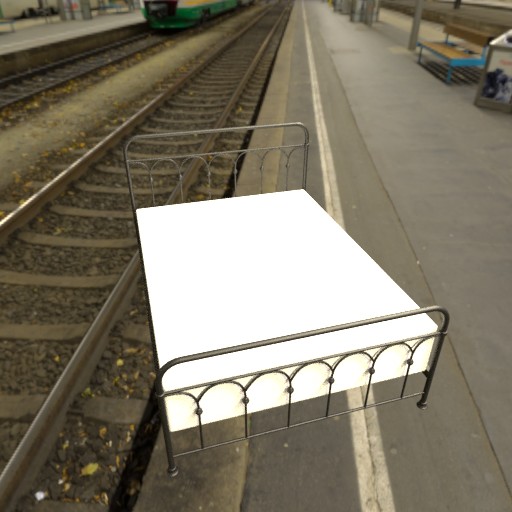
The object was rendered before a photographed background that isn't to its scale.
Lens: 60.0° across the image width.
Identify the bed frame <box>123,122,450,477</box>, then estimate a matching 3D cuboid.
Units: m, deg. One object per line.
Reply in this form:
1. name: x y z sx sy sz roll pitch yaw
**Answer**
1. bed frame: 0.000 0.000 3.198 1.664 1.276 2.203 -9 32 -14
